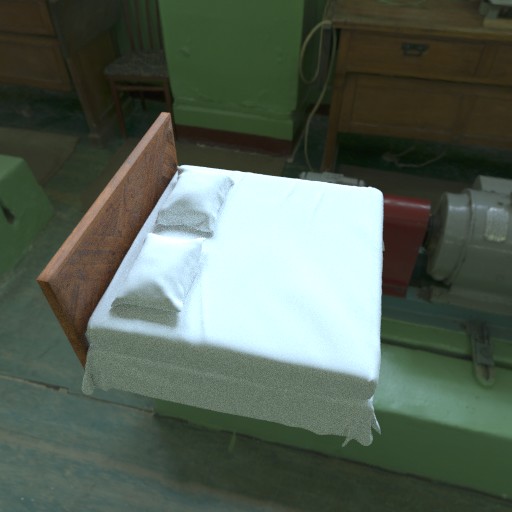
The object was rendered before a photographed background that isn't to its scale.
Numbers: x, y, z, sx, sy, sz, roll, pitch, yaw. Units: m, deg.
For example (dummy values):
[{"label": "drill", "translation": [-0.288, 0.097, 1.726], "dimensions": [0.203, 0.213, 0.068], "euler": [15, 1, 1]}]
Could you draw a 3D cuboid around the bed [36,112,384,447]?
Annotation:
[{"label": "bed", "translation": [0.000, 0.000, 3.470], "dimensions": [2.165, 1.158, 2.255], "euler": [9, 46, 9]}]
